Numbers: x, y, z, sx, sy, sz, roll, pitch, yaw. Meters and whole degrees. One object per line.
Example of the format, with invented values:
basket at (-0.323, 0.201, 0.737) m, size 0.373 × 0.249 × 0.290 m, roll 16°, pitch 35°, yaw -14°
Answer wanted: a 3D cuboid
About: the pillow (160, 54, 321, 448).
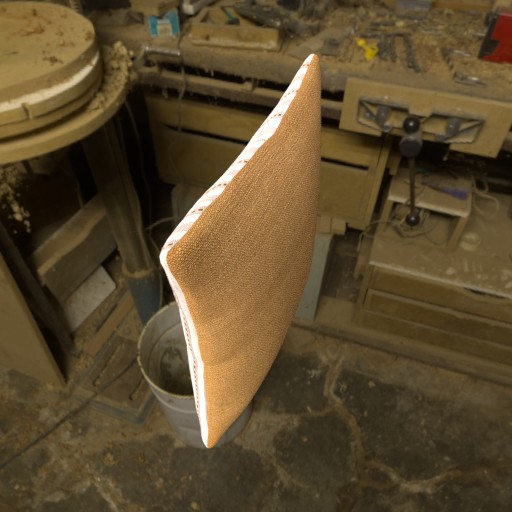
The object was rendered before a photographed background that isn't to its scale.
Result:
pillow at (0.000, 0.000, 0.657) m, size 0.147 × 0.437 × 0.432 m, roll 16°, pitch 49°, yaw 14°
